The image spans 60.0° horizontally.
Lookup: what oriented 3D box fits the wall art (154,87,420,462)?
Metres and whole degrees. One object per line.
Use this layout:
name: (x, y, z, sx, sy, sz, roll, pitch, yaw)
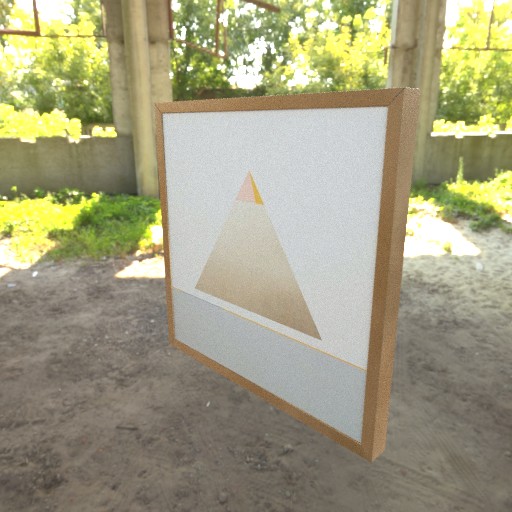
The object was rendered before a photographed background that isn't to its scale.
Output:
wall art: (0.000, 0.000, 0.758, 0.038, 0.511, 0.513, -16, 23, -43)
